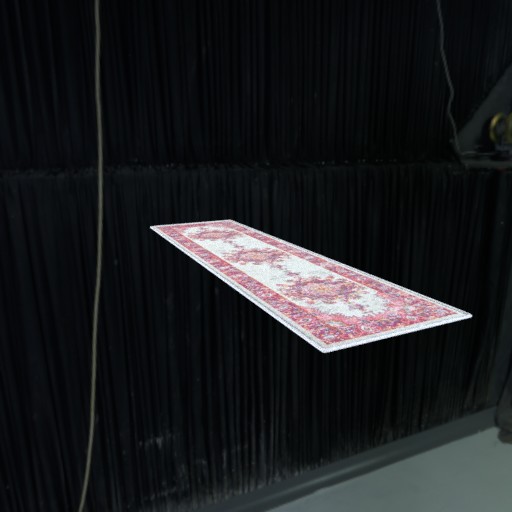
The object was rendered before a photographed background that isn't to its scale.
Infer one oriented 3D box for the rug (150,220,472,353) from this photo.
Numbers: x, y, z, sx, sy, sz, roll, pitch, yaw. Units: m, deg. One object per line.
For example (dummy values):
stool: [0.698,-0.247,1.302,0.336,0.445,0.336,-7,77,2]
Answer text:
rug: [0.000,0.000,2.490,0.666,0.011,2.294,-7,16,-25]
